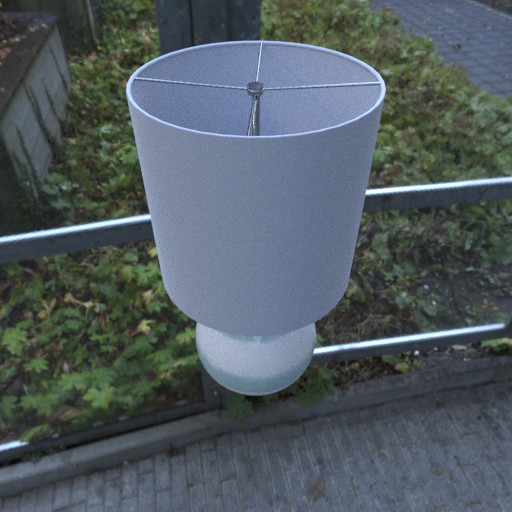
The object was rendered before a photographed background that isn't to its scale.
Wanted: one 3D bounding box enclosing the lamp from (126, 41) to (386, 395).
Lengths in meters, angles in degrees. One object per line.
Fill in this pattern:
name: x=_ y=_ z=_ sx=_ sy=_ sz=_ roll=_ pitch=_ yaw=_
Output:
lamp: x=0.000 y=0.000 z=0.512 sx=0.217 sy=0.404 sz=0.217 roll=2 pitch=42 yaw=2
